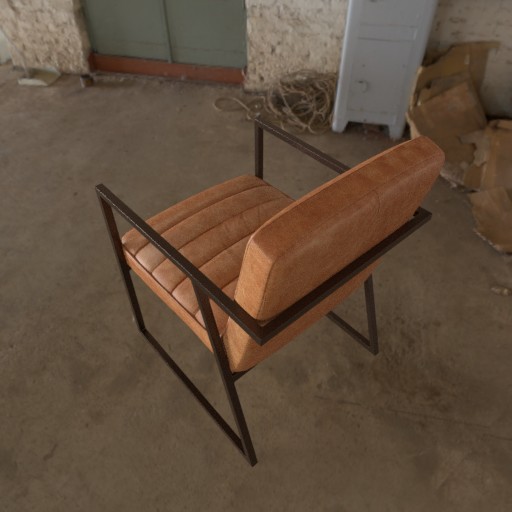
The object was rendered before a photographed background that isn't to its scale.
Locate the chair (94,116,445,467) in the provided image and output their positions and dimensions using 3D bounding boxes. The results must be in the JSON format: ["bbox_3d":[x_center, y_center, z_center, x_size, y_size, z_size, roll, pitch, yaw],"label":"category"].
[{"bbox_3d":[0.000,0.000,1.242,0.571,0.832,0.677,-31,53,-28],"label":"chair"}]
